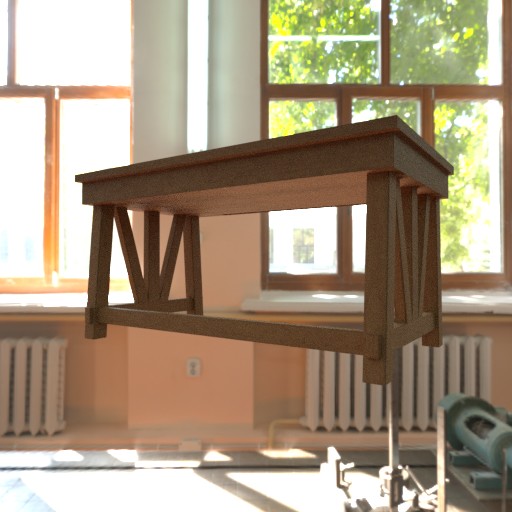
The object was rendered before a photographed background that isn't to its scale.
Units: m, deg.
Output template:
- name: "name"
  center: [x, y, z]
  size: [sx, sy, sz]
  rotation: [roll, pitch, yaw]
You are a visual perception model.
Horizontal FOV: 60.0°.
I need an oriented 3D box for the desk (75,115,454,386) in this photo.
- name: "desk"
  center: [0.000, 0.000, 1.980]
  size: [1.499, 0.762, 0.813]
  rotation: [-1, -1, 34]
